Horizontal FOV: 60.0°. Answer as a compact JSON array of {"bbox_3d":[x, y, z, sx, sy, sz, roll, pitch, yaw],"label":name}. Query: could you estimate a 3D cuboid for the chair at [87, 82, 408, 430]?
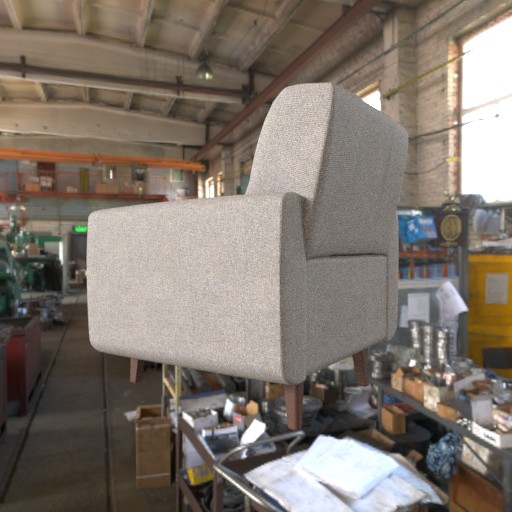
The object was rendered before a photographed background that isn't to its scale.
[{"bbox_3d":[0.000,0.000,1.650,0.942,0.968,0.845,1,2,37],"label":"chair"}]
